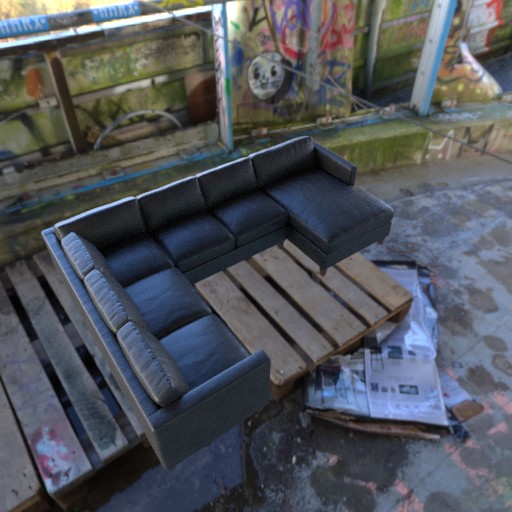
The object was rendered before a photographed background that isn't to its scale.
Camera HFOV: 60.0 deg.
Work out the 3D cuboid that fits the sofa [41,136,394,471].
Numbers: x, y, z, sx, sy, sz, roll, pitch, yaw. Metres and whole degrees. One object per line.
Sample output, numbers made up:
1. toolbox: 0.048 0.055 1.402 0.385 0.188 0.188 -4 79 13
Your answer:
1. sofa: 0.000 0.000 4.411 3.324 0.891 2.452 -26 48 -25
